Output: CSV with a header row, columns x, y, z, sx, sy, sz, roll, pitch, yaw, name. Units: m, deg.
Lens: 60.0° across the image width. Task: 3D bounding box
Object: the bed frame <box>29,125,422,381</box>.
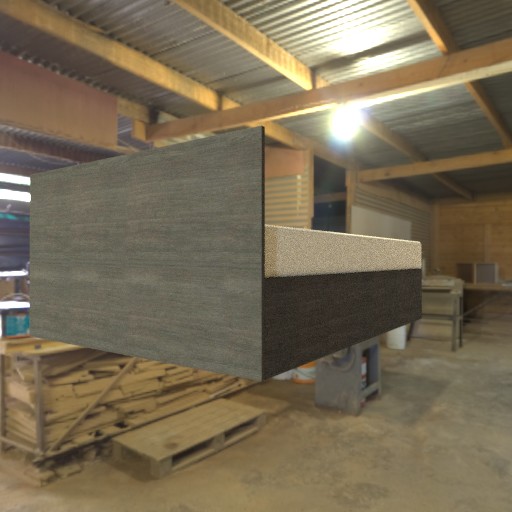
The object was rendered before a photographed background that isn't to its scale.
x,y,z,sx,sy,sz,roll,pitch,yaw,name
0.000,0.000,2.563,1.400,0.800,1.900,0,-1,36,bed frame
